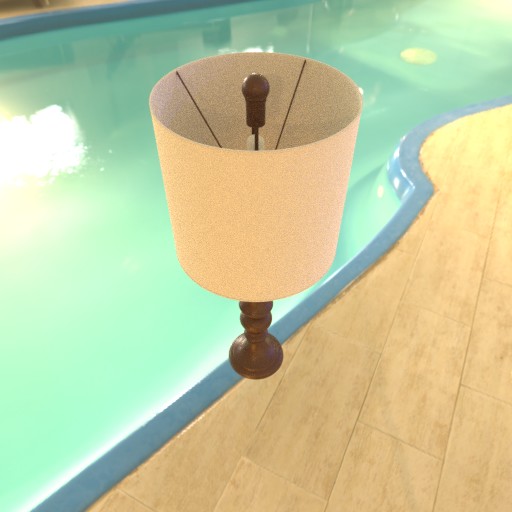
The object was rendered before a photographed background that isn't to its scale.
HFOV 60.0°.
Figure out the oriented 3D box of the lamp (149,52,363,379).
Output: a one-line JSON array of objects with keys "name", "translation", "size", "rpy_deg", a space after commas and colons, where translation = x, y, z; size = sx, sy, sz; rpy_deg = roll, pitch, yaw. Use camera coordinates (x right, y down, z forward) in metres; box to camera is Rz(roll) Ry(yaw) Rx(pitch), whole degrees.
[{"name": "lamp", "translation": [0.000, 0.000, 0.723], "size": [0.250, 0.597, 0.250], "rpy_deg": [25, 51, 22]}]
